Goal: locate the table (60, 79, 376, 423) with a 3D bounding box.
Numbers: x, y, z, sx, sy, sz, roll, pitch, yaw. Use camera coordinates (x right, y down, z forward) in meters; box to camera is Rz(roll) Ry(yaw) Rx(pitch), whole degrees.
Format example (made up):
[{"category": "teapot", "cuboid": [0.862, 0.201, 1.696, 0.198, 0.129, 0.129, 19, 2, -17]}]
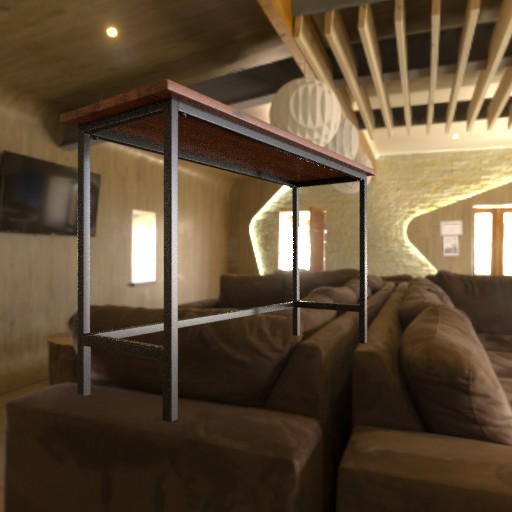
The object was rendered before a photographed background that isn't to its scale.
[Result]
[{"category": "table", "cuboid": [0.000, 0.000, 1.535, 0.408, 0.740, 1.204, 0, 0, 36]}]
